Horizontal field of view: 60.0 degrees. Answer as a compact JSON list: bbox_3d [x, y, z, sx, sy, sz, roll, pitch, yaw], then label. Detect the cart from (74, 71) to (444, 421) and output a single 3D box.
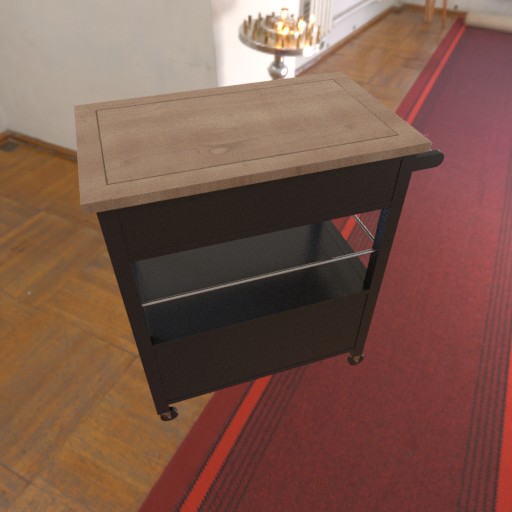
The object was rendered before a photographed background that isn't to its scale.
[{"bbox_3d":[0.000,0.000,1.387,0.840,0.901,0.459,-13,44,-13],"label":"cart"}]
